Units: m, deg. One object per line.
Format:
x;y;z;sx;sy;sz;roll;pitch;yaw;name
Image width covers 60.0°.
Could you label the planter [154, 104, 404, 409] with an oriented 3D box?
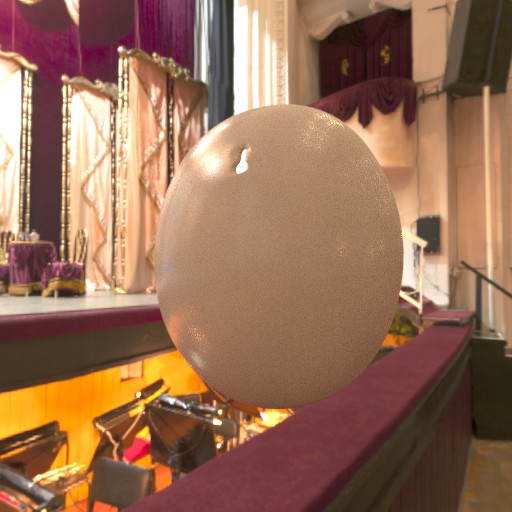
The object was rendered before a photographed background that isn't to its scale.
0.000;0.000;0.279;0.185;0.188;0.043;-1;-2;36;planter
